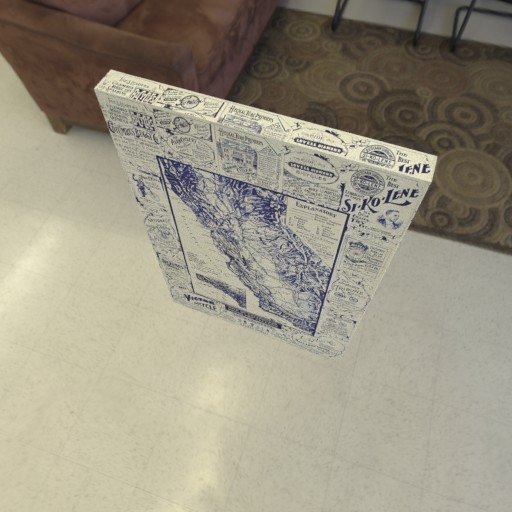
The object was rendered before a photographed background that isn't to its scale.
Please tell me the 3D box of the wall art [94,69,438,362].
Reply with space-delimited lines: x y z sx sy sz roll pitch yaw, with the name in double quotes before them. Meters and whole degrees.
"wall art" 0.000 0.000 0.766 0.408 0.601 0.040 18 61 11
